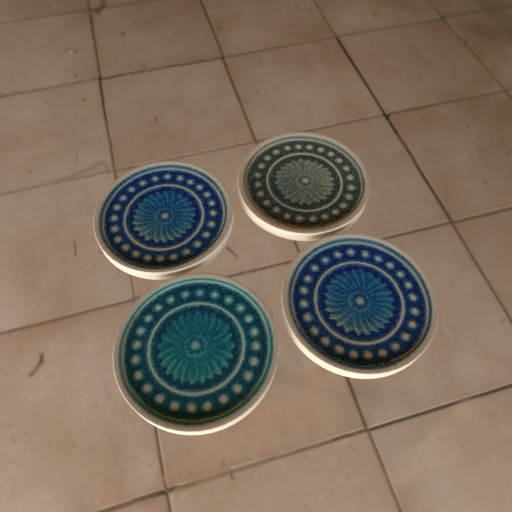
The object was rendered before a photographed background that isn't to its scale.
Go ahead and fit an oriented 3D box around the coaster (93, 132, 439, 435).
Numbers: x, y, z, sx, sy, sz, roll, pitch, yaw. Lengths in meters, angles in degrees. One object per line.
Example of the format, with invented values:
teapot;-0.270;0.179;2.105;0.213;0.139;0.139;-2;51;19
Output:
coaster;0.000;0.000;0.330;0.224;0.010;0.220;-15;60;-9
